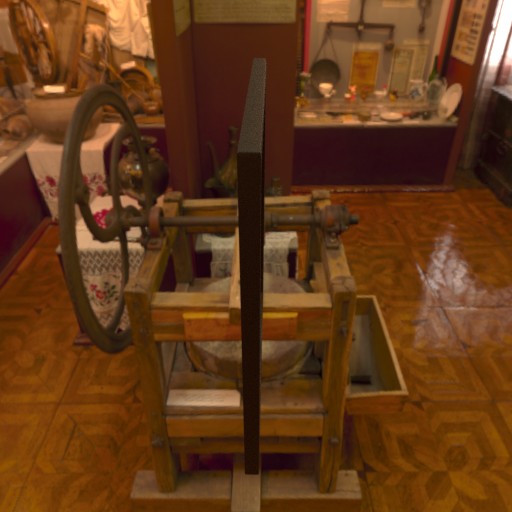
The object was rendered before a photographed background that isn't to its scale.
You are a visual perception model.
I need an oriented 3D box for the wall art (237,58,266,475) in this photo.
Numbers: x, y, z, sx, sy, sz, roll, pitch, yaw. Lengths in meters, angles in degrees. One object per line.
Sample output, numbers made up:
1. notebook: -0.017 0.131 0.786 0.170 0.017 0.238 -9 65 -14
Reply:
1. wall art: 0.000 0.000 0.707 0.021 0.509 0.430 1 34 1
